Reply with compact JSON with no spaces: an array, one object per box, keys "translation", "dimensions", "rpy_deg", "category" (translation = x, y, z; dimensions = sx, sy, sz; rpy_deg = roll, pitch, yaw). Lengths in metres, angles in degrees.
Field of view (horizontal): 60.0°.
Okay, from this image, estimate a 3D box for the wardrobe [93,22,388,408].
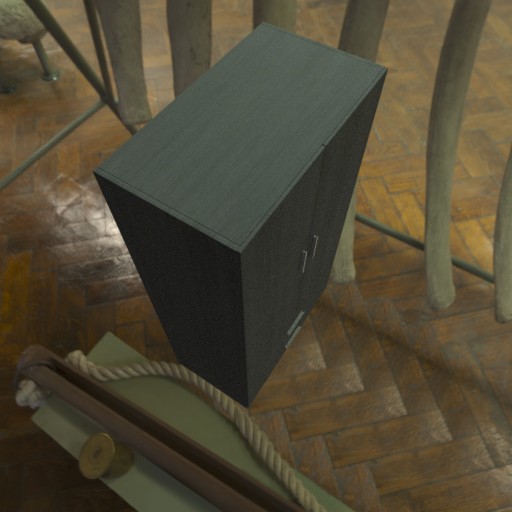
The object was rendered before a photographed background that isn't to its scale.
[{"translation":[0.000,0.000,2.287],"dimensions":[0.577,1.808,0.991],"rpy_deg":[29,62,17],"category":"wardrobe"}]
